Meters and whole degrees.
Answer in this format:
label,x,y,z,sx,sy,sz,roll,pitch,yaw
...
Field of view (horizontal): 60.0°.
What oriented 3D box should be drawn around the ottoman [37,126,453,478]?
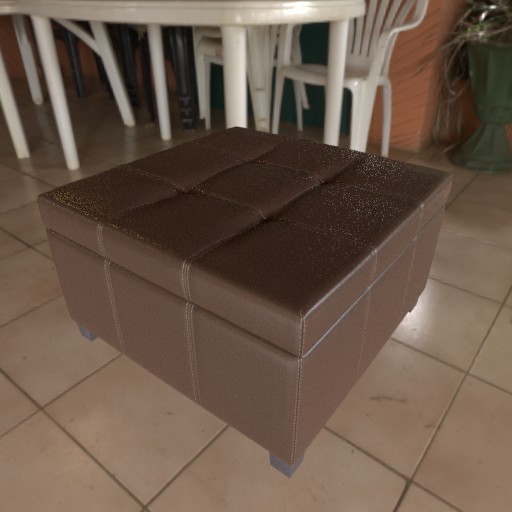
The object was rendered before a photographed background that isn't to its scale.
label,x,y,z,sx,sy,sz,roll,pitch,yaw
ottoman,0.000,0.000,1.259,0.787,0.460,0.788,22,38,31
